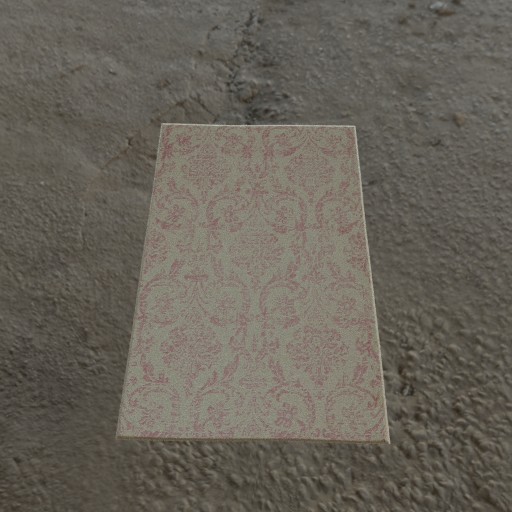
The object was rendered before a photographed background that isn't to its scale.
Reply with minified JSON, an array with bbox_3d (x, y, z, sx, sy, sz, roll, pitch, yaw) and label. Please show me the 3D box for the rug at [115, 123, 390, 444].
[{"bbox_3d":[0.000,0.000,3.541,1.819,0.018,2.746,1,64,0],"label":"rug"}]
